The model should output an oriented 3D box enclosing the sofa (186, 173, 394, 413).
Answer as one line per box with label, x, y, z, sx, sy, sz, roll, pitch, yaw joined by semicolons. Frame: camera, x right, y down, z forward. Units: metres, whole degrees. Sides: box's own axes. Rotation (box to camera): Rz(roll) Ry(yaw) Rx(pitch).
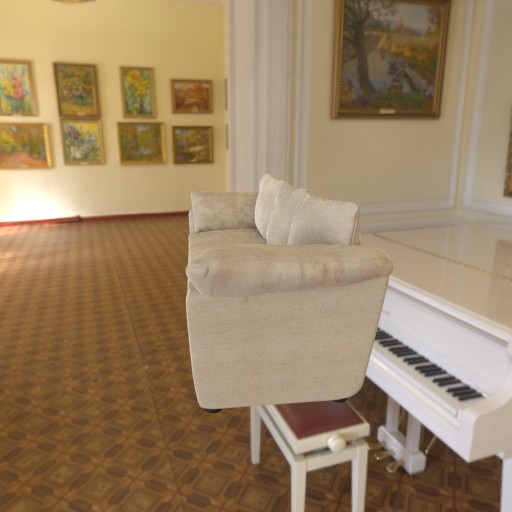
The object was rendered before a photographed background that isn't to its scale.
sofa;0.000;0.000;2.913;0.893;0.981;2.377;-2;15;-8
